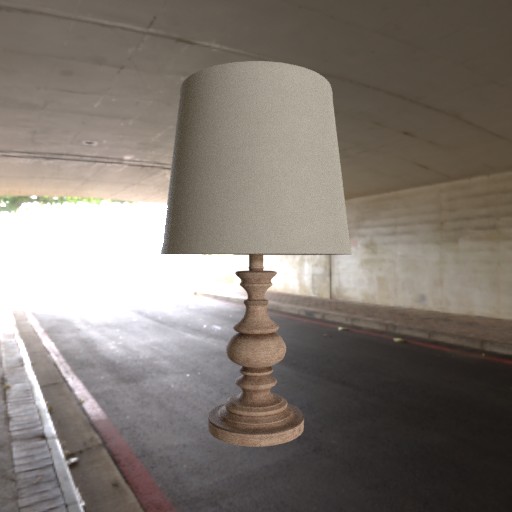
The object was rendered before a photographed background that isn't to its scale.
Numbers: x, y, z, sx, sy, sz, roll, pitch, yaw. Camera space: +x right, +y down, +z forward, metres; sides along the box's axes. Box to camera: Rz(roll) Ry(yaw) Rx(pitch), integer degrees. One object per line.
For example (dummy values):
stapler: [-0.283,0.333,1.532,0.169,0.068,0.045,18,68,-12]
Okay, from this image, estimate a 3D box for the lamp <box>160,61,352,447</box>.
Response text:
lamp: [0.000,0.000,0.646,0.273,0.497,0.273,0,0,0]
